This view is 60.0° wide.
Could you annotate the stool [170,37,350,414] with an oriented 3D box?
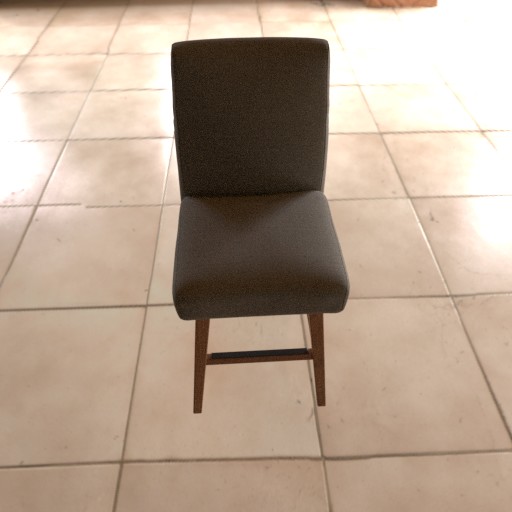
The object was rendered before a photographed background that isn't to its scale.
[{"bbox_3d":[0.000,0.000,1.376,0.483,1.112,0.570,-2,47,-2],"label":"stool"}]
